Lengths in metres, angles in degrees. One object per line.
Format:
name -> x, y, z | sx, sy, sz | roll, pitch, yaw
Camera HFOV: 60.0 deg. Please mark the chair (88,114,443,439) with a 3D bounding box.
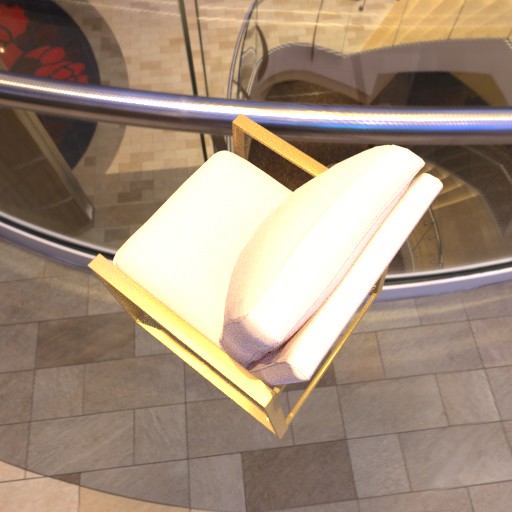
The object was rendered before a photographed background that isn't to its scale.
chair -> 0.000, 0.000, 1.485 | 0.813, 0.956, 0.758 | 35, 70, 15
